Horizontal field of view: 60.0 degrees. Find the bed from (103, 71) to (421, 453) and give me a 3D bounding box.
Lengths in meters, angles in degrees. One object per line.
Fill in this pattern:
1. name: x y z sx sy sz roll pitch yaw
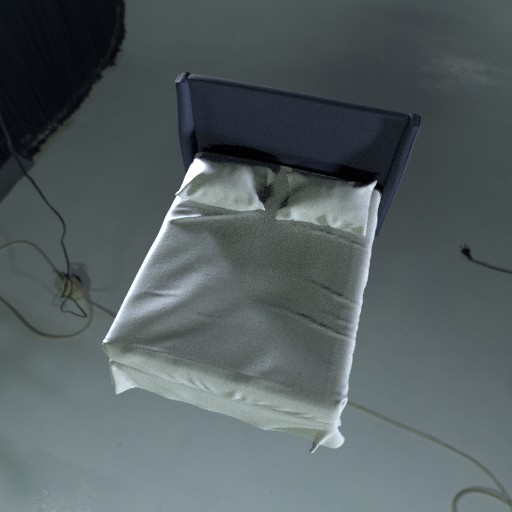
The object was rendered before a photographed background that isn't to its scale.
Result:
1. bed: 0.000 0.000 3.377 1.925 1.332 2.276 14 59 8
